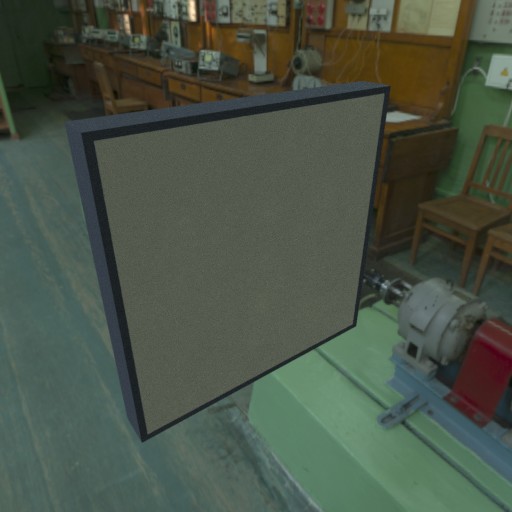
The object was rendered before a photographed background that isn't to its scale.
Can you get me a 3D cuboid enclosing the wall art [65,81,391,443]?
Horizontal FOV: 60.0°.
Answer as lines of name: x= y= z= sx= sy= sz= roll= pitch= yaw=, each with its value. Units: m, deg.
wall art: x=0.000 y=0.000 z=0.446 sx=0.302 sy=0.300 sz=0.036 roll=-20 pitch=36 yaw=-31
